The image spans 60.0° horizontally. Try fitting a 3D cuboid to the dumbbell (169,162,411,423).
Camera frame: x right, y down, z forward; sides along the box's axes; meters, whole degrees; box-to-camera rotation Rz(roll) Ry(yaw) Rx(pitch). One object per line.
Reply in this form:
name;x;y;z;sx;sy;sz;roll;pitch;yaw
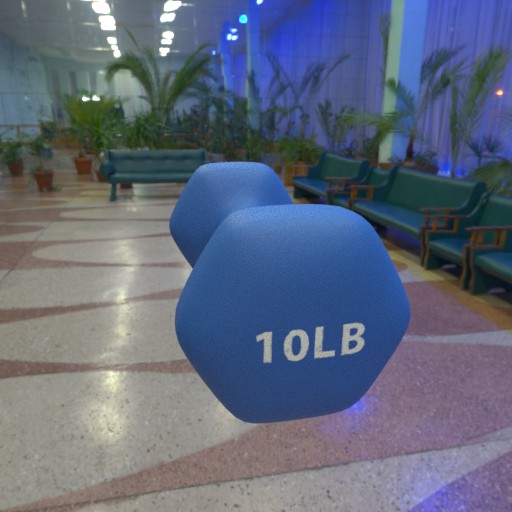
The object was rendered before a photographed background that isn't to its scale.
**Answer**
dumbbell;0.000;0.000;0.268;0.103;0.093;0.212;-3;19;-10
